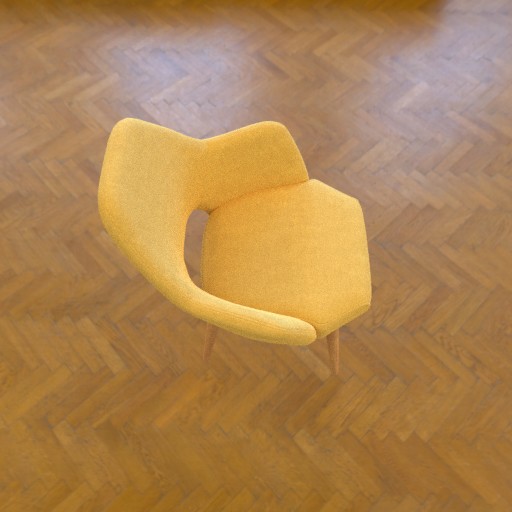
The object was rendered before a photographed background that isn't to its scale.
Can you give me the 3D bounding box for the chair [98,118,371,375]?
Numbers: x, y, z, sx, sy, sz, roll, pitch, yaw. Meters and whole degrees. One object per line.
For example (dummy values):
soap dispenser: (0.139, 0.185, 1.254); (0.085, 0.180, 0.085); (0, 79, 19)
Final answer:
chair: (0.000, 0.000, 1.240); (0.610, 0.840, 0.590); (1, 63, 0)
